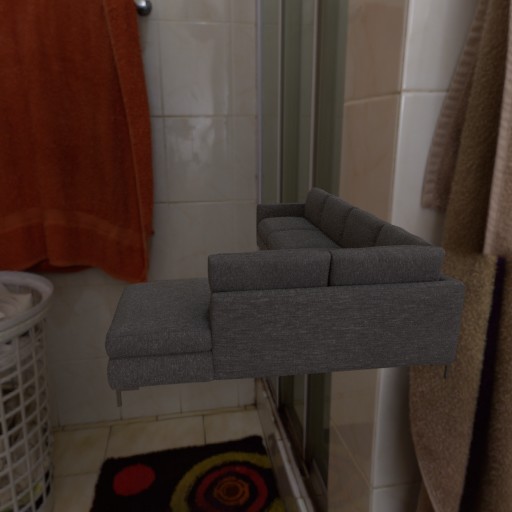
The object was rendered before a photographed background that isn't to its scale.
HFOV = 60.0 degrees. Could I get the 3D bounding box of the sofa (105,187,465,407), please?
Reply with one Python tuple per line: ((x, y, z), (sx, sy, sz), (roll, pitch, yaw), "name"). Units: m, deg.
((0.000, 0.000, 3.793), (2.007, 0.815, 2.949), (-2, 16, -8), "sofa")
